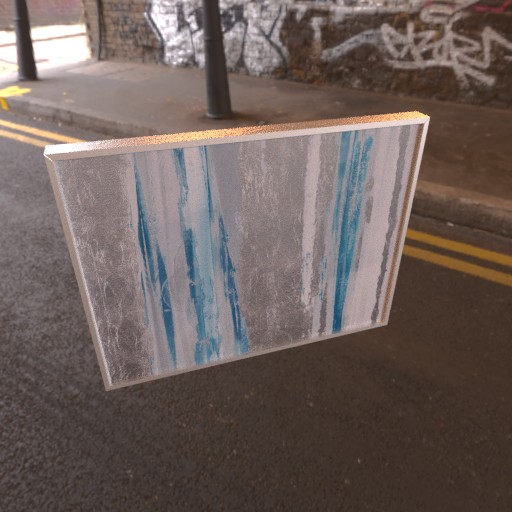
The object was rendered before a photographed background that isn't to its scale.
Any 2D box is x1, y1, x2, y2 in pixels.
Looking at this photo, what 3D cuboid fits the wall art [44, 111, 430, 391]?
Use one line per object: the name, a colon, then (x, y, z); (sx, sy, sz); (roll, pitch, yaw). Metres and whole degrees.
wall art: (0.000, 0.000, 1.406); (1.056, 0.801, 0.066); (-10, 33, -15)
